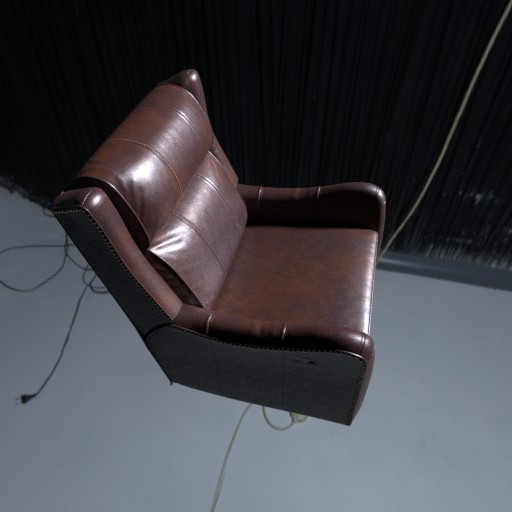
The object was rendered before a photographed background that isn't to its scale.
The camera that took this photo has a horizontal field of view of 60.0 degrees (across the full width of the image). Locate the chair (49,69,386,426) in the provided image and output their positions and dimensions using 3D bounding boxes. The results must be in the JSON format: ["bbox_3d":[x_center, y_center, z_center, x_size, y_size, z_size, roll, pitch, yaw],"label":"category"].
[{"bbox_3d":[0.000,0.000,1.769,1.008,1.084,0.869,10,47,10],"label":"chair"}]
